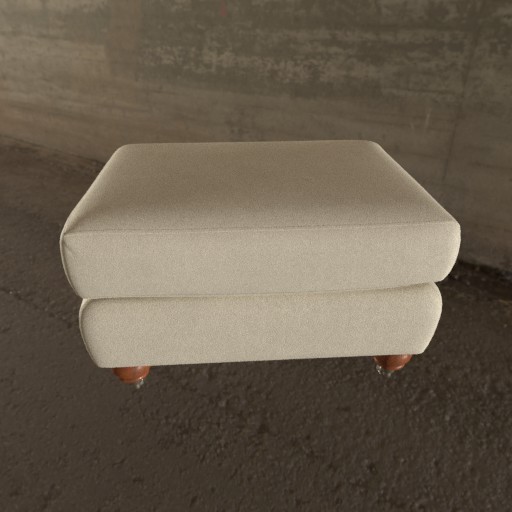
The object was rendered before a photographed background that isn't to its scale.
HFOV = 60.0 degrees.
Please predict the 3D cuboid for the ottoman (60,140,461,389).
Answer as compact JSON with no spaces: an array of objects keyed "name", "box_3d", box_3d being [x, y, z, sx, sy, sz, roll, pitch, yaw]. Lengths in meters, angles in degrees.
[{"name":"ottoman","box_3d":[0.000,0.000,1.138,0.773,0.499,0.569,-2,30,-3]}]
